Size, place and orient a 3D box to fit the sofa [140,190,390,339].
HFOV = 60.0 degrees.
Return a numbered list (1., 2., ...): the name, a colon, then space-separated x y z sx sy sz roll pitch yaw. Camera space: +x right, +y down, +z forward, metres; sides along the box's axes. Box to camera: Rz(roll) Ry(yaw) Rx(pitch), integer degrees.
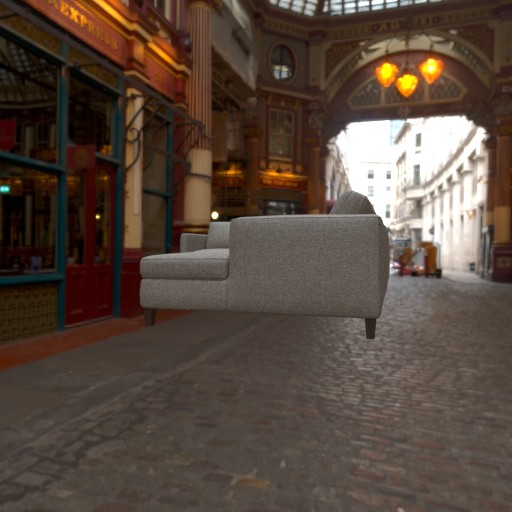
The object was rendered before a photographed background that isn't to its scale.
1. sofa: 0.000 0.000 4.461 2.551 0.889 3.403 0 1 17
